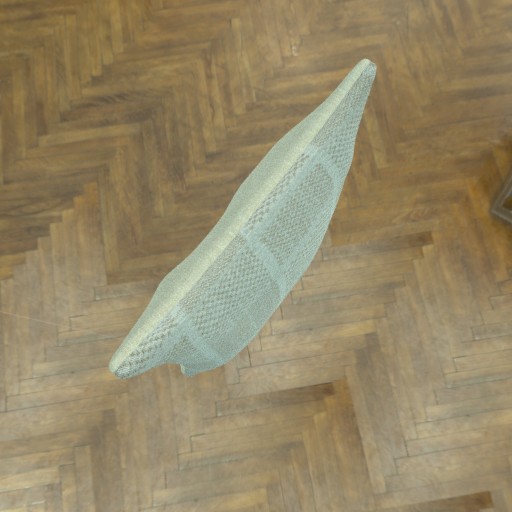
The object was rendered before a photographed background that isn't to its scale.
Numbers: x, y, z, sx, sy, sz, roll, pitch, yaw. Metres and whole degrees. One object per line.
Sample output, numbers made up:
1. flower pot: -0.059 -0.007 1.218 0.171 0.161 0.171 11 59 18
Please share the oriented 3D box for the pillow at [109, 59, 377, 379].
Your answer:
1. pillow: 0.000 0.000 0.663 0.138 0.432 0.436 37 78 9
